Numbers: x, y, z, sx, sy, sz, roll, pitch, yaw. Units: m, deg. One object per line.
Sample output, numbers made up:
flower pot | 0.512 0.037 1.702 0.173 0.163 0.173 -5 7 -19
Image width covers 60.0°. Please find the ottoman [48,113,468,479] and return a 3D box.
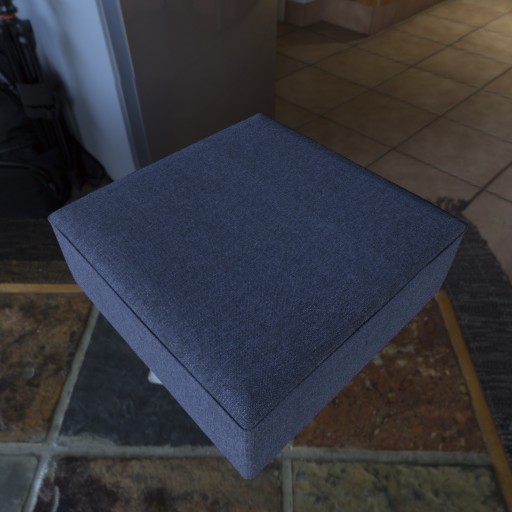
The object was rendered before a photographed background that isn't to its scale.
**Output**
ottoman | 0.000 0.000 1.588 1.017 0.423 1.023 -34 55 -28
